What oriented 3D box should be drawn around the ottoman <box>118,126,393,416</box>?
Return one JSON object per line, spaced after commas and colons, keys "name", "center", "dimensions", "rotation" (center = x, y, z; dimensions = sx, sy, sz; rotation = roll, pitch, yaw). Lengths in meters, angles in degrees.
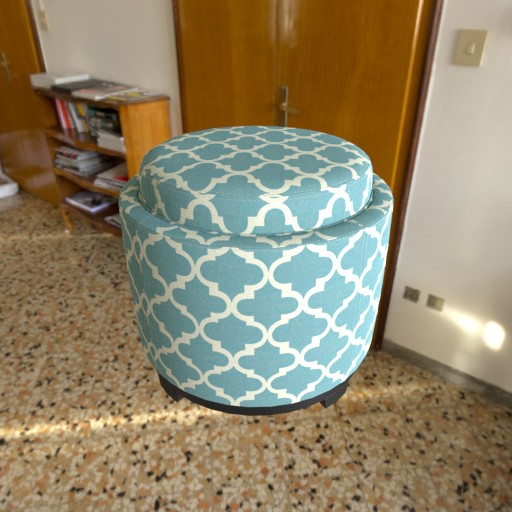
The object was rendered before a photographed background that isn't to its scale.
{"name": "ottoman", "center": [0.000, 0.000, 0.857], "dimensions": [0.480, 0.429, 0.480], "rotation": [0, 29, 0]}
